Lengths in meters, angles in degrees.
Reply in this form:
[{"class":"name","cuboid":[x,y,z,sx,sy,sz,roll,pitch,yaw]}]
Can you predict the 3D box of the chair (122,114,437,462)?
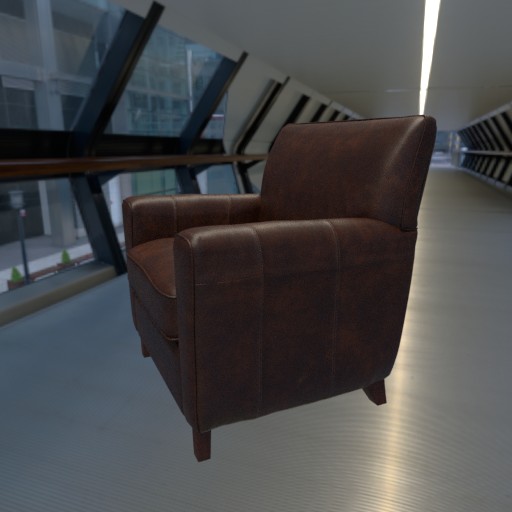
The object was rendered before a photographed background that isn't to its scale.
[{"class":"chair","cuboid":[0.000,0.000,1.580,0.823,0.943,0.870,-7,16,-25]}]
